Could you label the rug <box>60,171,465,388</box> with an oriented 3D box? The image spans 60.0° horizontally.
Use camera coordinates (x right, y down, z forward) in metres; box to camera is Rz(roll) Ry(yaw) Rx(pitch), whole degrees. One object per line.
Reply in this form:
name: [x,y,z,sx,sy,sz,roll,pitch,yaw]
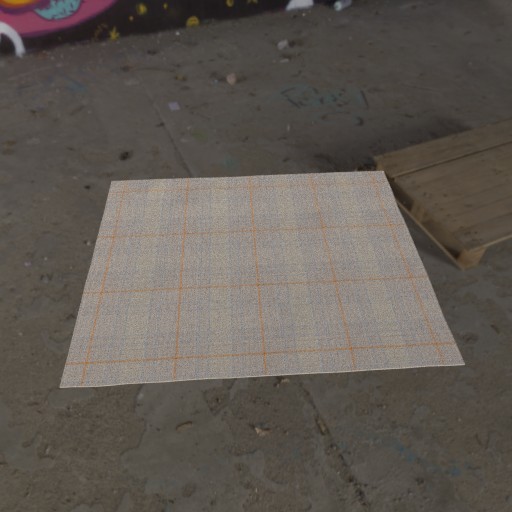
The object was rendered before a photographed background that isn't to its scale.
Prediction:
rug: [0.000,0.000,4.140,3.051,0.021,2.448,-3,48,-2]
